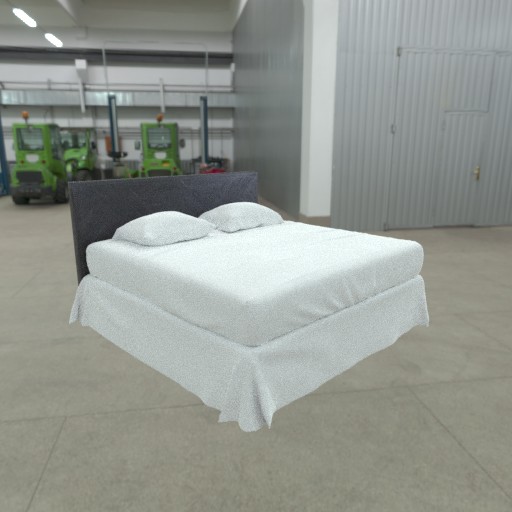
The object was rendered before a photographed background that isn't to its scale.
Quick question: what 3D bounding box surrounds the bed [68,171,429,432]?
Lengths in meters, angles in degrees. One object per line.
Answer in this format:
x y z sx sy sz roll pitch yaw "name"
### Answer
0.000 0.000 3.535 2.255 1.158 2.165 -14 20 -43 "bed"
